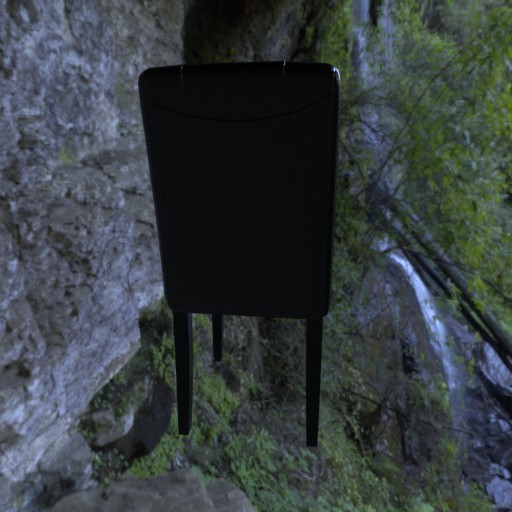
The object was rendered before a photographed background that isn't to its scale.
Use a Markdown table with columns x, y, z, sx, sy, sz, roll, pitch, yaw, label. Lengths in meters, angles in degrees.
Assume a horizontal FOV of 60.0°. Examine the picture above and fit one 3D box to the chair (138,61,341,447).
| x | y | z | sx | sy | sz | roll | pitch | yaw | label |
| --- | --- | --- | --- | --- | --- | --- | --- | --- | --- |
| 0.000 | 0.000 | 1.206 | 0.399 | 0.897 | 0.556 | 2 | 14 | 8 | chair |
